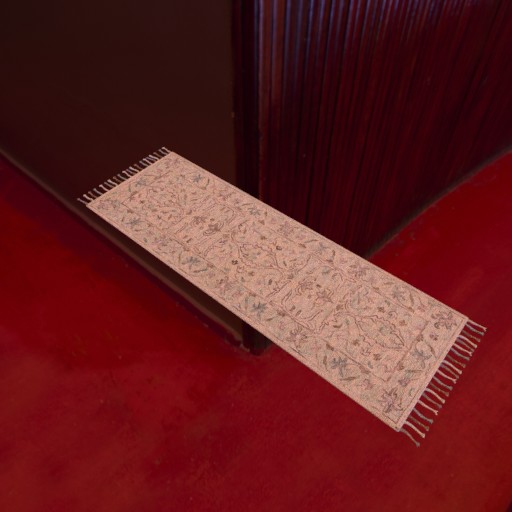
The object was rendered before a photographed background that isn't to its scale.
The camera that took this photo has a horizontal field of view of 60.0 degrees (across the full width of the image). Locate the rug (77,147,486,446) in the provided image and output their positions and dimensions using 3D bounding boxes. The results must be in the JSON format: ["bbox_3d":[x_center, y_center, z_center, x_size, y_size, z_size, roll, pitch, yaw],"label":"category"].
[{"bbox_3d":[0.000,0.000,2.586,2.440,0.013,0.769,32,56,25],"label":"rug"}]
